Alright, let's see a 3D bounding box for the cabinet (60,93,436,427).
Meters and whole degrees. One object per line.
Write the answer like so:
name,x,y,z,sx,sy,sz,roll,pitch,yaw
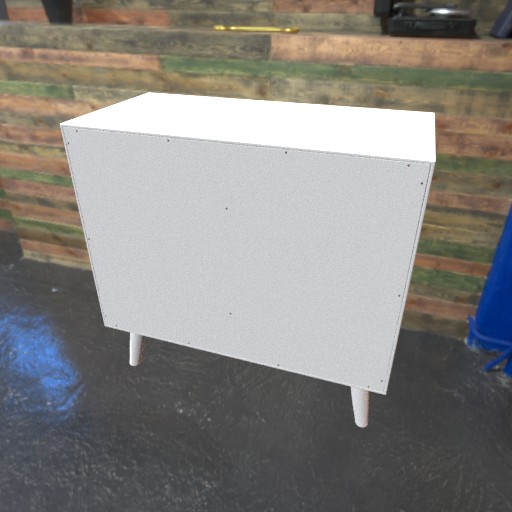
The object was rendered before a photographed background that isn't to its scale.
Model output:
cabinet,0.000,0.000,1.242,0.800,0.761,0.398,10,32,16
